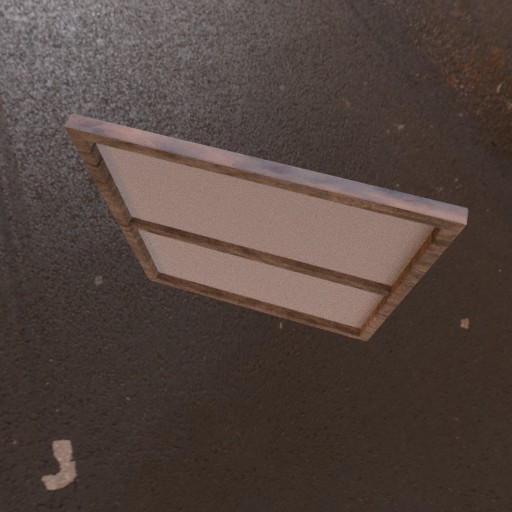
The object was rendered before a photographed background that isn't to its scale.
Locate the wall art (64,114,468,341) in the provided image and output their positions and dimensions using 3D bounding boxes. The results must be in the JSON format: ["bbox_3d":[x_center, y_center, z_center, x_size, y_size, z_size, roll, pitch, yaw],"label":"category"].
[{"bbox_3d":[0.000,0.000,1.130,0.747,0.747,0.035,15,65,7],"label":"wall art"}]
